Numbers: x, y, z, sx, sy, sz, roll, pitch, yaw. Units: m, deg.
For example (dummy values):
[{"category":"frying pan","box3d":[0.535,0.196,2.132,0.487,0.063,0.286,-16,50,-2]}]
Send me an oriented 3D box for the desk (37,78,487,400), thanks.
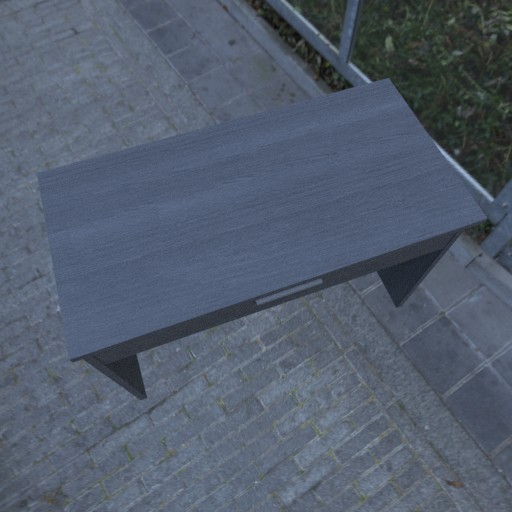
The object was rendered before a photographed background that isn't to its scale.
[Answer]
[{"category":"desk","box3d":[0.000,0.000,1.528,1.099,0.729,0.557,-18,64,-9]}]
